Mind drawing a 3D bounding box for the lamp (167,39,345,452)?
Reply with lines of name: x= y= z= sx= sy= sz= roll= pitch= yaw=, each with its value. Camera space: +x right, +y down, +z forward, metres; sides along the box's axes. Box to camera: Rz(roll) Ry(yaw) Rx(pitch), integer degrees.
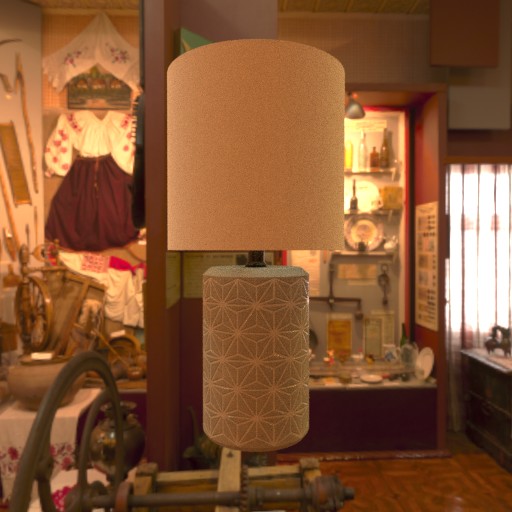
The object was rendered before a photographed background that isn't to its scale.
lamp: x=0.000 y=0.000 z=0.528 sx=0.206 sy=0.416 sz=0.206 roll=0 pitch=1 yaw=-1
